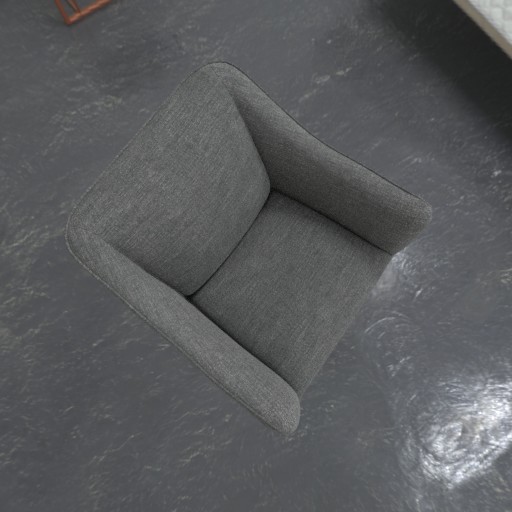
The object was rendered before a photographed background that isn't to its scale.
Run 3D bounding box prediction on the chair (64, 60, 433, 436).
[{"bbox_3d":[0.000,0.000,1.575,0.851,0.829,0.870,35,78,8],"label":"chair"}]
